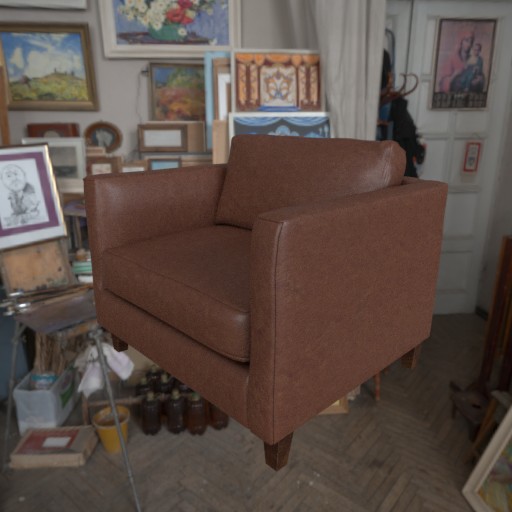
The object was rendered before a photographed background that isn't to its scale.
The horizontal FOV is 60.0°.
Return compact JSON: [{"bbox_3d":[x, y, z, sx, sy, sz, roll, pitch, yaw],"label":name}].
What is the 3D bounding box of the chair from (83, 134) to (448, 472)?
[{"bbox_3d":[0.000,0.000,1.766,0.959,0.917,1.107,-16,23,-41],"label":"chair"}]
